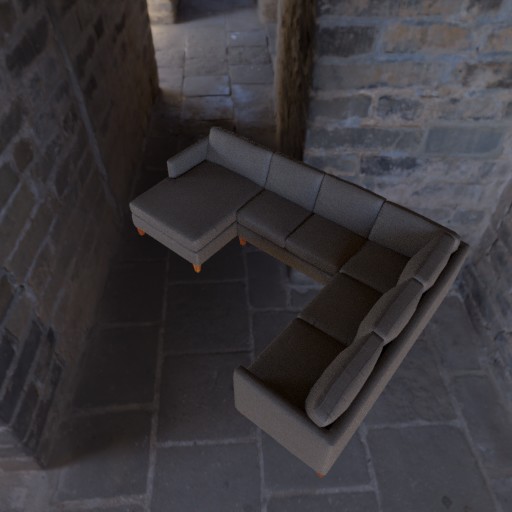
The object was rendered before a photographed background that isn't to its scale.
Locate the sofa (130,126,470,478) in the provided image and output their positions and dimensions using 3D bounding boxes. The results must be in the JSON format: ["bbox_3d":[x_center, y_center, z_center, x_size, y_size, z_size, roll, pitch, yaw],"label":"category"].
[{"bbox_3d":[0.000,0.000,4.637,3.460,0.961,2.594,31,53,26],"label":"sofa"}]
